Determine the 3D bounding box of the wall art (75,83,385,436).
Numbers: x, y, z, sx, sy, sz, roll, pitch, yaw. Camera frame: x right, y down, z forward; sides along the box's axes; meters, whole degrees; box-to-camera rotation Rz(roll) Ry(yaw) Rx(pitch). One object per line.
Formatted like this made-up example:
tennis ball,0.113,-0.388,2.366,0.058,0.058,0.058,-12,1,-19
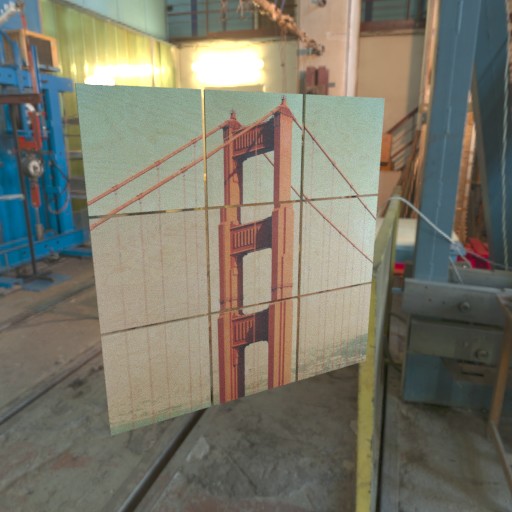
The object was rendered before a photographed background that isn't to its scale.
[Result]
wall art,0.000,0.000,2.187,1.517,1.523,0.013,-8,17,-27
